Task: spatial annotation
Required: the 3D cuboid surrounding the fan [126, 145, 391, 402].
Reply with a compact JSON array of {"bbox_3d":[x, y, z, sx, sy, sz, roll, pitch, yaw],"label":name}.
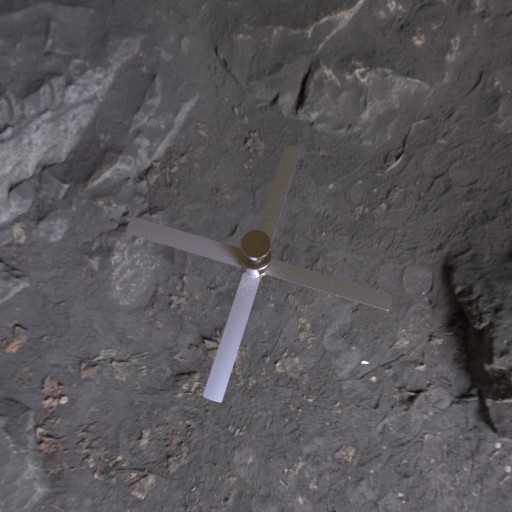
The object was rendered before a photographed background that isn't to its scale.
[{"bbox_3d":[0.000,0.000,2.030,1.322,0.355,1.322,17,74,5],"label":"fan"}]
